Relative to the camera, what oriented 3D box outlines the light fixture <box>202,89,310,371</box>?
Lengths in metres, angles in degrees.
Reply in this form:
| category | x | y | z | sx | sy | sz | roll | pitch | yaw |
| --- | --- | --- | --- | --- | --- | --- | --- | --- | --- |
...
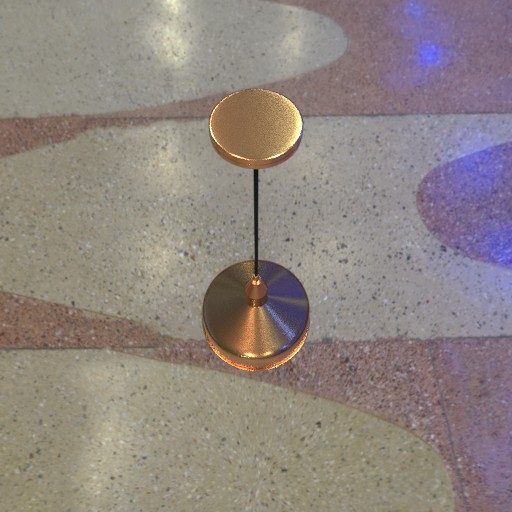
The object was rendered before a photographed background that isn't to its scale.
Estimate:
| category | x | y | z | sx | sy | sz | roll | pitch | yaw |
| --- | --- | --- | --- | --- | --- | --- | --- | --- | --- |
| light fixture | 0.000 | 0.000 | 0.908 | 0.301 | 0.754 | 0.301 | -1 | 63 | 0 |
